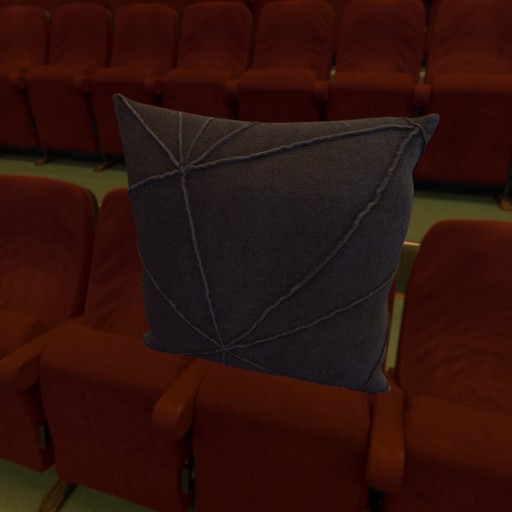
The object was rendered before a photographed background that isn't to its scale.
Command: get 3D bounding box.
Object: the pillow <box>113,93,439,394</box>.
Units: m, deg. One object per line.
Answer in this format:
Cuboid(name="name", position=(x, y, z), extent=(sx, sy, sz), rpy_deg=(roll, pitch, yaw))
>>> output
Cuboid(name="pillow", position=(0.000, 0.000, 0.656), extent=(0.439, 0.440, 0.183), rpy_deg=(8, 28, 15))
